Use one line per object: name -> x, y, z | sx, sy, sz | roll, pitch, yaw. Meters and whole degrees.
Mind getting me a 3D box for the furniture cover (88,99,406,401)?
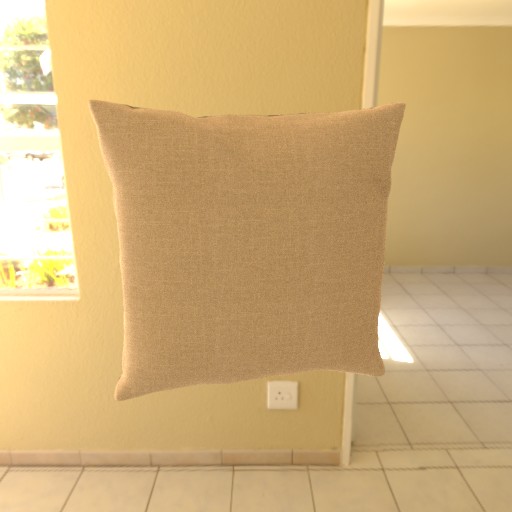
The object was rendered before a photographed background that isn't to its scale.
furniture cover -> 0.000, 0.000, 0.648 | 0.431, 0.431, 0.139 | -3, 15, -9
